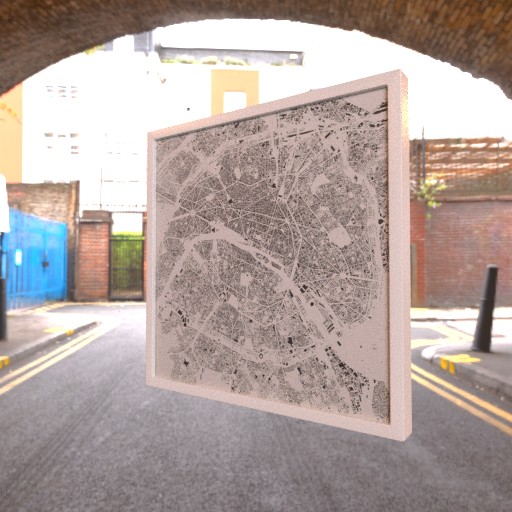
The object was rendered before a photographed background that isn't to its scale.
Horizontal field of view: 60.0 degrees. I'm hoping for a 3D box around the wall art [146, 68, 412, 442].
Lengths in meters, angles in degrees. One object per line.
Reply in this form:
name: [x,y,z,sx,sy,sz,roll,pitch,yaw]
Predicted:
wall art: [0.000,0.000,0.759,0.508,0.508,0.038,-1,-2,35]
